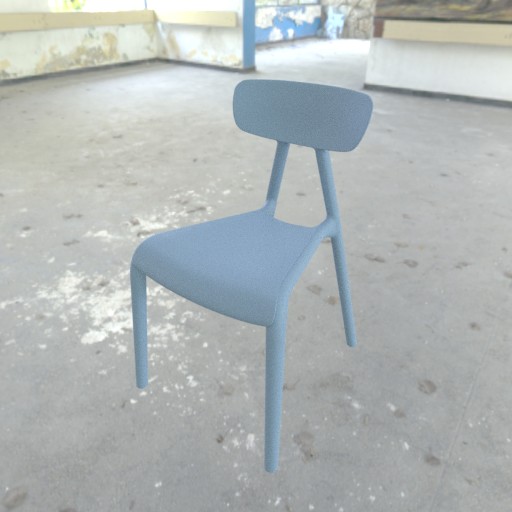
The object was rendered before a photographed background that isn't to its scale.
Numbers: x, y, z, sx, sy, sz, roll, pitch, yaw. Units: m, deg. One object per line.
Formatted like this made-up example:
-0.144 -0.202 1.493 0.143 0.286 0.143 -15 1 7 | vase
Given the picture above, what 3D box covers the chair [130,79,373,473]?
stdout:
0.000 0.000 0.854 0.356 0.580 0.401 20 36 30 | chair
